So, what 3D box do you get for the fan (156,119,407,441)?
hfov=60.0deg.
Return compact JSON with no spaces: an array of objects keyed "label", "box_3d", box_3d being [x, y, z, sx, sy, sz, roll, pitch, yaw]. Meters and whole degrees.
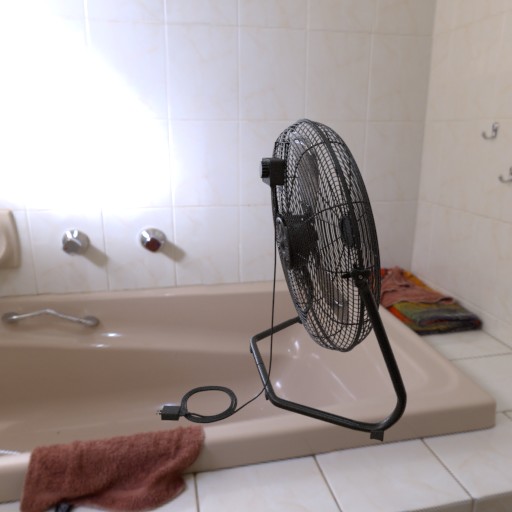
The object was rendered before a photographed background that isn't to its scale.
[{"label":"fan","box_3d":[0.000,0.000,0.921,0.424,0.546,0.555,-3,16,-9]}]
